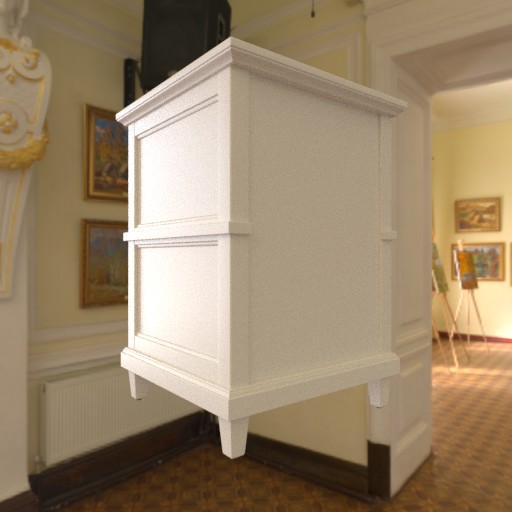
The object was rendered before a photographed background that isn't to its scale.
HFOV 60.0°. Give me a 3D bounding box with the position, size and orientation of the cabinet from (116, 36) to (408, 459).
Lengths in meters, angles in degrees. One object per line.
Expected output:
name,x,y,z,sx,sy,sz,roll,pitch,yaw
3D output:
cabinet,0.000,0.000,1.163,0.544,0.775,0.547,0,0,-38
